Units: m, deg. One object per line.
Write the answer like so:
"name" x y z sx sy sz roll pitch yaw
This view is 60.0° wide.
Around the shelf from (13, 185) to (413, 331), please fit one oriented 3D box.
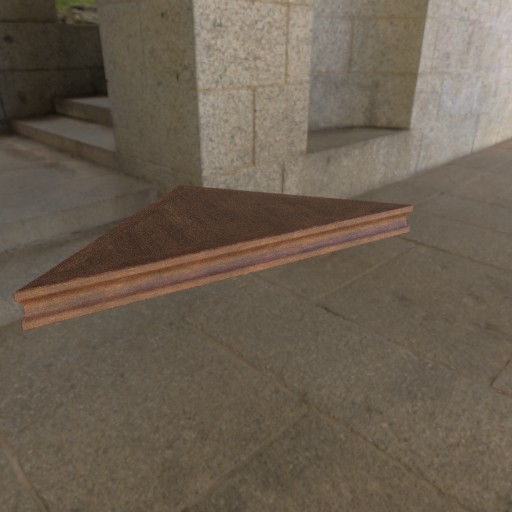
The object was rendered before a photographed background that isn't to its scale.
"shelf" 0.000 0.000 0.432 0.296 0.035 0.296 7 26 14
